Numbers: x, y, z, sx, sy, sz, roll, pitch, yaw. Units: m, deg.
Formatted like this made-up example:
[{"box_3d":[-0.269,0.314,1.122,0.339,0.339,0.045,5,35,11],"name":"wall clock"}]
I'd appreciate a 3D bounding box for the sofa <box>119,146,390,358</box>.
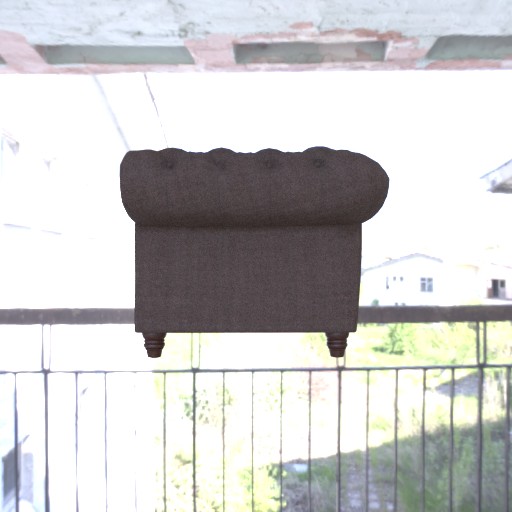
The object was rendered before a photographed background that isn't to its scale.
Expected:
[{"box_3d":[0.000,0.000,2.468,0.944,0.780,2.048,0,-1,-1],"name":"sofa"}]
